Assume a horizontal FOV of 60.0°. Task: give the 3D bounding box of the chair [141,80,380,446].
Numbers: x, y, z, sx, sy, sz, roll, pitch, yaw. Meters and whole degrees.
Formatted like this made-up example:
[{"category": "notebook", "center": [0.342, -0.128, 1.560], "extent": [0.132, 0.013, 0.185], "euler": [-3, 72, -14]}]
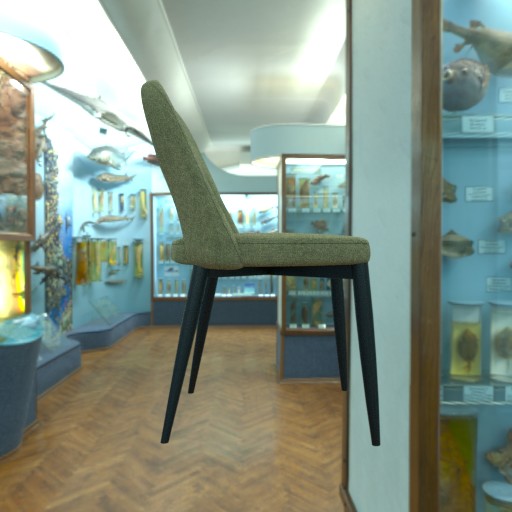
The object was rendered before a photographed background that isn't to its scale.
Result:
[{"category": "chair", "center": [0.000, 0.000, 1.283], "extent": [0.612, 0.931, 0.470], "euler": [0, 1, 1]}]
